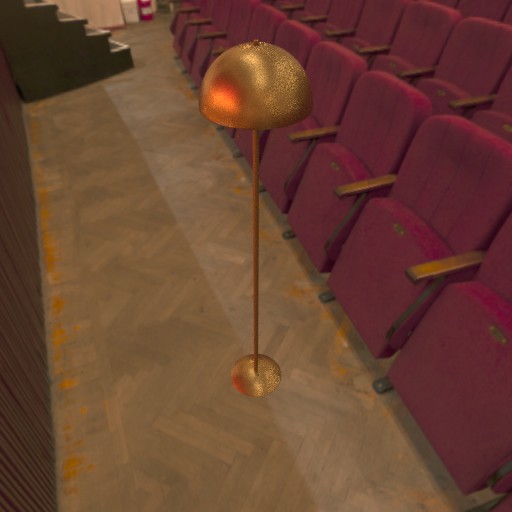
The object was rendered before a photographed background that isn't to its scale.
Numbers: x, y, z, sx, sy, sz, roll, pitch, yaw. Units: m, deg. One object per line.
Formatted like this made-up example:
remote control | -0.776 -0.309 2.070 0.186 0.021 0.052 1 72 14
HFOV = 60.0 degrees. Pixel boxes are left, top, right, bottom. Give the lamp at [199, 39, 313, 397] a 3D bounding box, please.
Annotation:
lamp | 0.000 0.000 1.639 0.328 1.480 0.328 -12 42 -14
